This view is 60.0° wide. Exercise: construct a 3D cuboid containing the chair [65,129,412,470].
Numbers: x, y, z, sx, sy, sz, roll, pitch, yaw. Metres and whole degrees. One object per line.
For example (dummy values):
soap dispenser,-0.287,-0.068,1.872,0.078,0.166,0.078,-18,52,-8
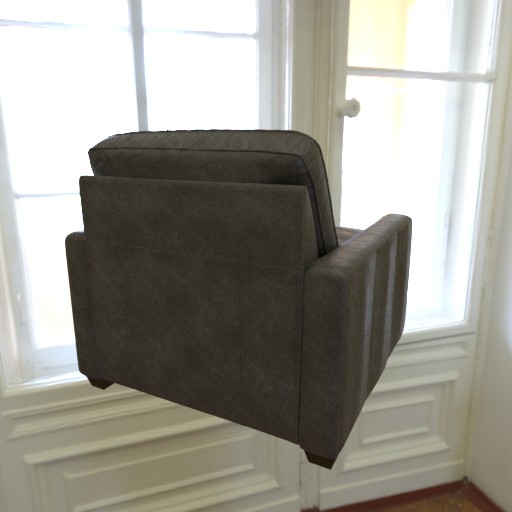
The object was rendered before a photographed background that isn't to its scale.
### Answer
chair,0.000,0.000,1.688,1.006,0.916,0.939,8,16,27
